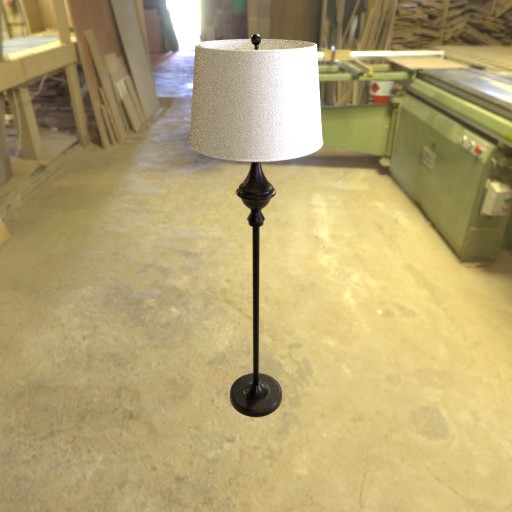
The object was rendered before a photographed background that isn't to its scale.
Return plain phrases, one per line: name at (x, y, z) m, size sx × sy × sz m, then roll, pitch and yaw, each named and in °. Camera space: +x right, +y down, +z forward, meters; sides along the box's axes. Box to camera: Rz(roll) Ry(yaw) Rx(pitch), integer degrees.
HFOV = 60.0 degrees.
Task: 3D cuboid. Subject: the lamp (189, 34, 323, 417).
lamp at (0.000, 0.000, 1.654) m, size 0.431 × 1.484 × 0.431 m, roll 0°, pitch 30°, yaw 0°
